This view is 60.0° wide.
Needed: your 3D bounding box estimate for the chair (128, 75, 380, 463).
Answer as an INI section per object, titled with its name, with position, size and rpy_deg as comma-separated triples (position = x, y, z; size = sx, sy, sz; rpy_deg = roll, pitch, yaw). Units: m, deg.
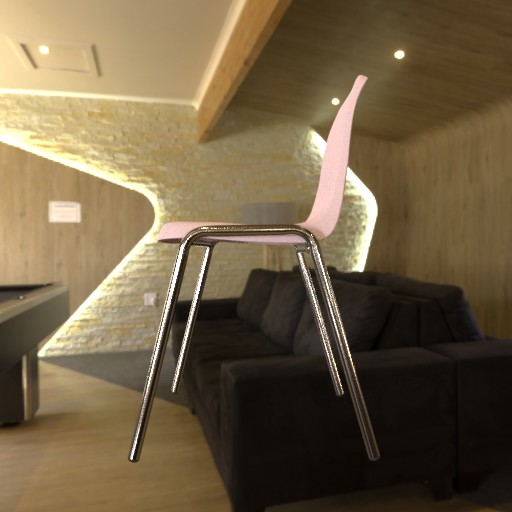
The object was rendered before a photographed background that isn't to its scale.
[chair]
position = 0.000, 0.000, 0.937
size = 0.436, 0.704, 0.381
rpy_deg = 0, 1, 1
